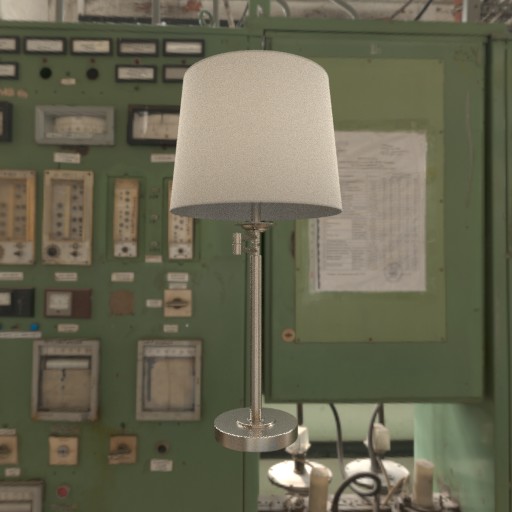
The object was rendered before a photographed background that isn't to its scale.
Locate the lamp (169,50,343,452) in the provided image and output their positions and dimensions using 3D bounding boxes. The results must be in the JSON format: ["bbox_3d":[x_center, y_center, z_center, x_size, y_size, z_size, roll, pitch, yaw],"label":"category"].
[{"bbox_3d":[0.000,0.000,0.867,0.333,0.696,0.333,0,0,0],"label":"lamp"}]
